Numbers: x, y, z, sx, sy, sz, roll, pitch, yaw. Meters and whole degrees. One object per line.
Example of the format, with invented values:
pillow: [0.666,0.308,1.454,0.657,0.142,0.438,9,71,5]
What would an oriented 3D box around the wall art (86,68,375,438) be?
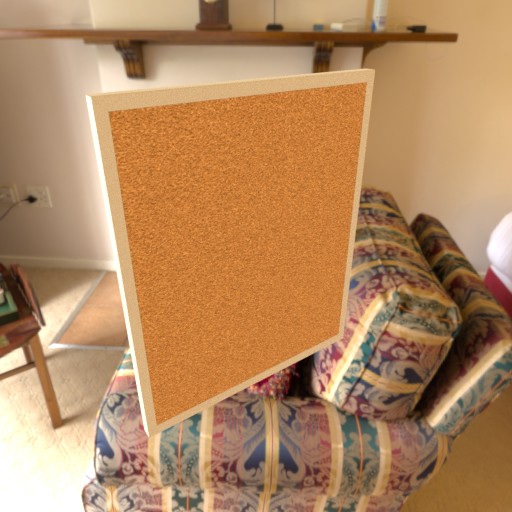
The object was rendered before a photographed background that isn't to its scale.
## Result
wall art: [0.000,0.000,0.720,0.444,0.536,0.020,-19,34,-30]
